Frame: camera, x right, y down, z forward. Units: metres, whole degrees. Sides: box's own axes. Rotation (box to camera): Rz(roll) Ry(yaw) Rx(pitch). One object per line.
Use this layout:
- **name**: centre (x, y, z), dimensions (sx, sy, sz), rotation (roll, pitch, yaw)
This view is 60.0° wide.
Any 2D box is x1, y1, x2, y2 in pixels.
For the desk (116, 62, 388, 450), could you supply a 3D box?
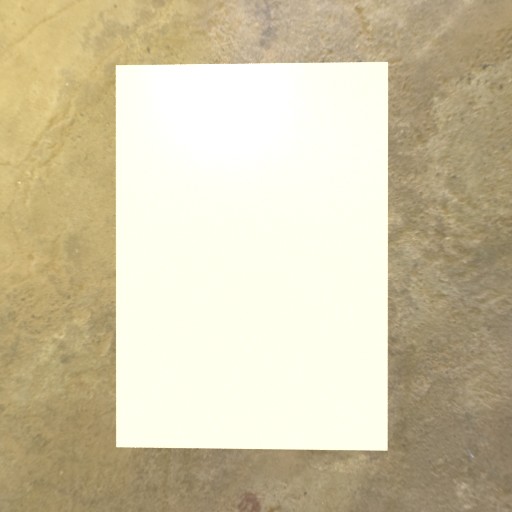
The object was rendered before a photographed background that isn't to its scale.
- **desk**: centre (0.000, 0.000, 1.317), dimensions (0.573, 0.766, 0.811), rotation (0, 90, 2)
